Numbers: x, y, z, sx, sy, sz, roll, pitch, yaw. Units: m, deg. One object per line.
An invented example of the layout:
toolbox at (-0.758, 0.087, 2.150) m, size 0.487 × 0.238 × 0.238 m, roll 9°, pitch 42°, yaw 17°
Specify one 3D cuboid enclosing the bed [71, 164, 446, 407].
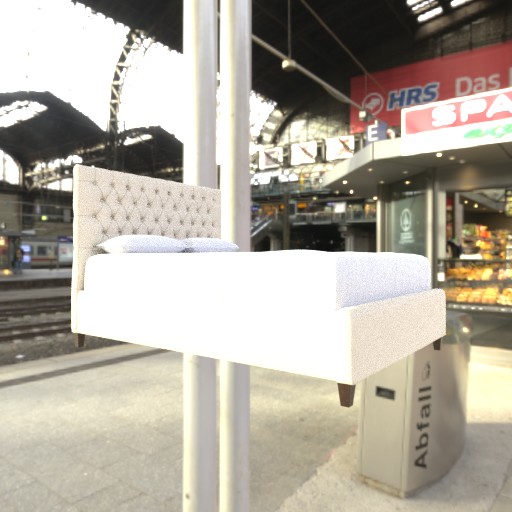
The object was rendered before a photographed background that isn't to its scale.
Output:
bed at (0.000, 0.000, 3.434) m, size 2.387 × 1.427 × 1.698 m, roll 0°, pitch 0°, yaw 37°
